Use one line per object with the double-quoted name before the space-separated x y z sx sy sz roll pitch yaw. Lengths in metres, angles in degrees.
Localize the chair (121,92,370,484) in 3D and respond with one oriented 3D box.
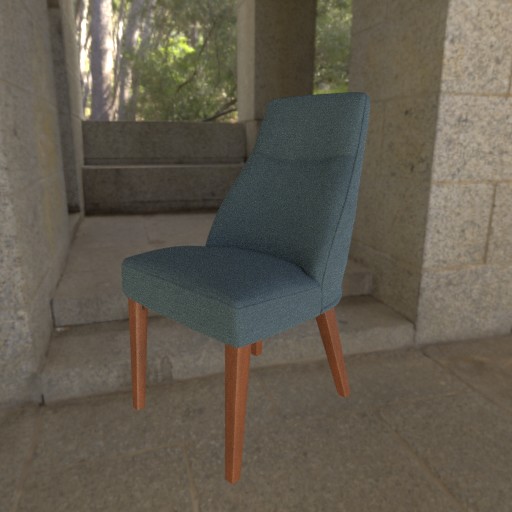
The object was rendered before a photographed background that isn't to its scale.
"chair" 0.000 0.000 1.301 0.500 0.930 0.620 14 20 43
